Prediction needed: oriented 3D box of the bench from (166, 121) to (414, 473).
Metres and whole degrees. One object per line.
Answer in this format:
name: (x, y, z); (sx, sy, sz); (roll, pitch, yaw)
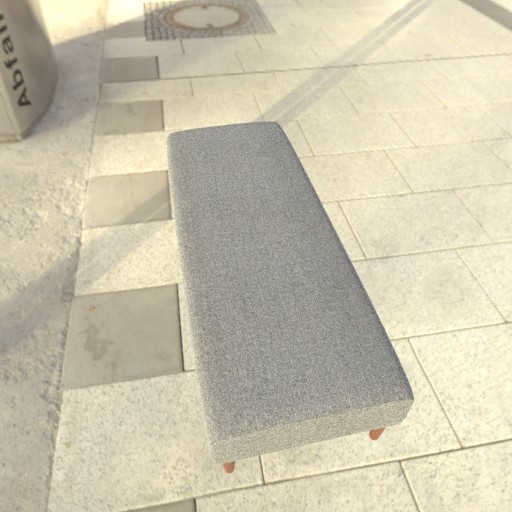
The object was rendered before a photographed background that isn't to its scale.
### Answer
bench: (0.000, 0.000, 1.868); (0.631, 0.384, 1.598); (-9, 46, -9)
